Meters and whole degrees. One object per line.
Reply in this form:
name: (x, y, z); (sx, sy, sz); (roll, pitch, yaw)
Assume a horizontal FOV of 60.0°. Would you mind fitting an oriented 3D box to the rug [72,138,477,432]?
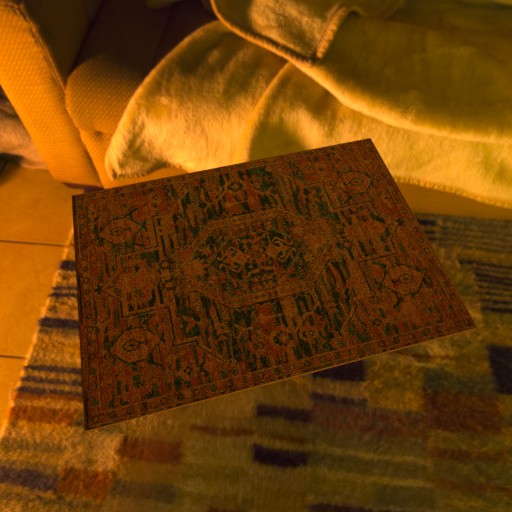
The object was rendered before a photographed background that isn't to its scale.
rug: (0.000, 0.000, 2.789); (2.204, 0.024, 1.588); (-13, 59, -8)
